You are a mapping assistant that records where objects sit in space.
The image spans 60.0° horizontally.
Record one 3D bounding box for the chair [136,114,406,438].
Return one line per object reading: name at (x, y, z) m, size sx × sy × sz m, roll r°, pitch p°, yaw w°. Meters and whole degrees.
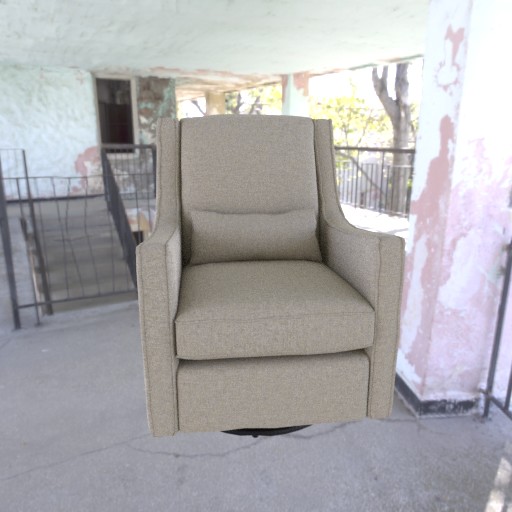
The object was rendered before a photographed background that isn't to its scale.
chair at (0.000, 0.000, 1.582) m, size 0.732 × 0.993 × 0.879 m, roll -2°, pitch 16°, yaw -7°
